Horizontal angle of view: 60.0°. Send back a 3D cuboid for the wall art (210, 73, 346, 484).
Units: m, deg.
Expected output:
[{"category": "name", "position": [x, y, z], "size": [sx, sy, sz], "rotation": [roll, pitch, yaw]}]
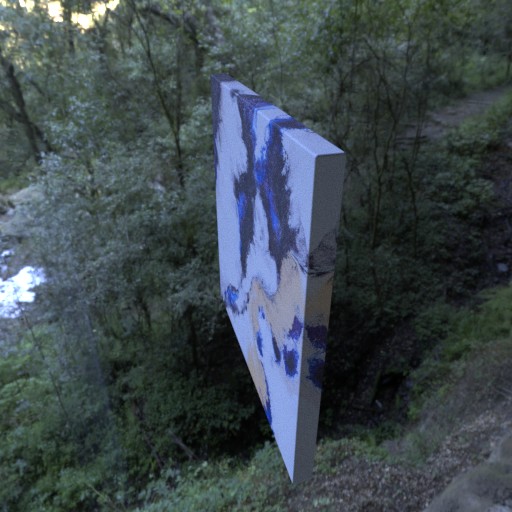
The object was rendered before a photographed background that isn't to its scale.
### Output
[{"category": "wall art", "position": [0.000, 0.000, 0.900], "size": [0.039, 0.609, 0.609], "rotation": [-8, 32, -14]}]
